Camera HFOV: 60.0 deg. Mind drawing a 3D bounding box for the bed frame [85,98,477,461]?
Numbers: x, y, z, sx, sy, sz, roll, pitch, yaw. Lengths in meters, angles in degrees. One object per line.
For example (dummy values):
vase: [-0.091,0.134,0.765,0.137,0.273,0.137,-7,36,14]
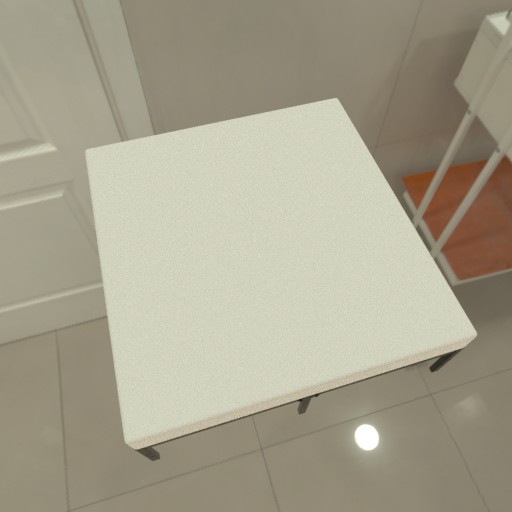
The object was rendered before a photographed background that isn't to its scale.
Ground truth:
bed frame: [0.000,0.000,3.088,1.963,0.659,2.079,-14,60,-9]
